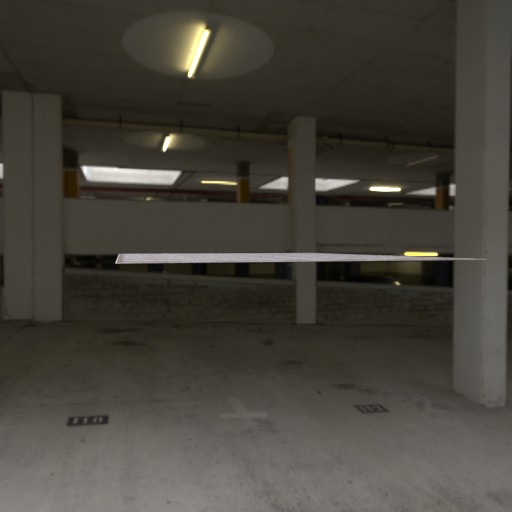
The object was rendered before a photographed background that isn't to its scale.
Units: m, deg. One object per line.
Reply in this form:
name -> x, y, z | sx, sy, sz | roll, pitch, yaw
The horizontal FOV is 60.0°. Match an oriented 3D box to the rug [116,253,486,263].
rug -> 0.000, 0.000, 4.020 | 2.391, 0.005, 2.880 | 0, 1, -17
